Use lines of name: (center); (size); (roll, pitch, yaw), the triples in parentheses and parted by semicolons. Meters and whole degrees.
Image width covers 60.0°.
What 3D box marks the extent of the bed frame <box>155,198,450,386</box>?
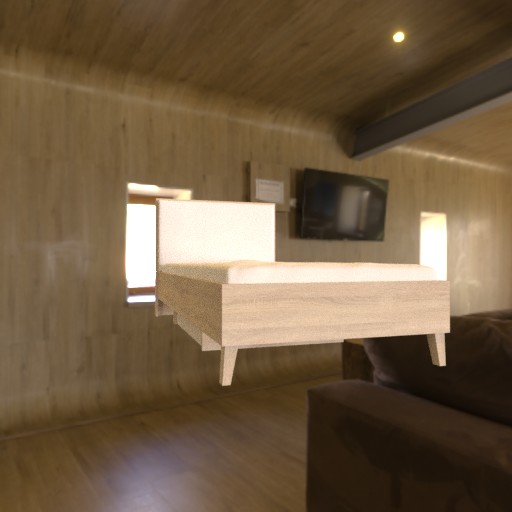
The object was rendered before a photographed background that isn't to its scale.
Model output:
bed frame: (0.000, 0.000, 2.676); (0.990, 0.920, 2.140); (0, -1, -18)
